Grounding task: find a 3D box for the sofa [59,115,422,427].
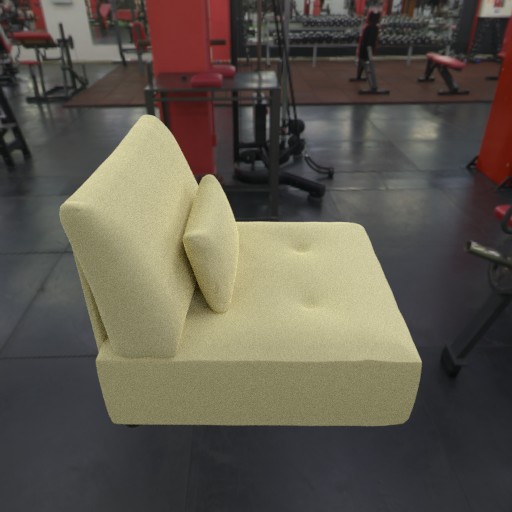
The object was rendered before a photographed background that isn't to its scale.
[{"bbox_3d":[0.000,0.000,1.649,1.000,0.820,0.930,0,31,0],"label":"sofa"}]
